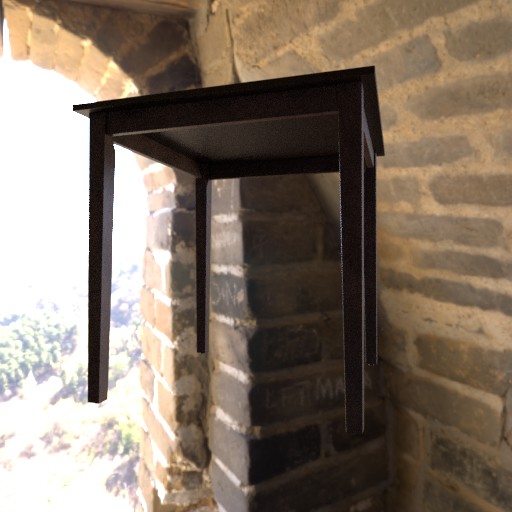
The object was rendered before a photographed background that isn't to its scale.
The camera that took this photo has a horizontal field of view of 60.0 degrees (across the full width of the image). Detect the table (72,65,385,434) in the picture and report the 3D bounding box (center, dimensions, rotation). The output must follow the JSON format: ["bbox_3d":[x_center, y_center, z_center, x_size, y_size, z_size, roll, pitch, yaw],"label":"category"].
[{"bbox_3d":[0.000,0.000,1.372,0.749,0.770,0.749,0,-1,18],"label":"table"}]
